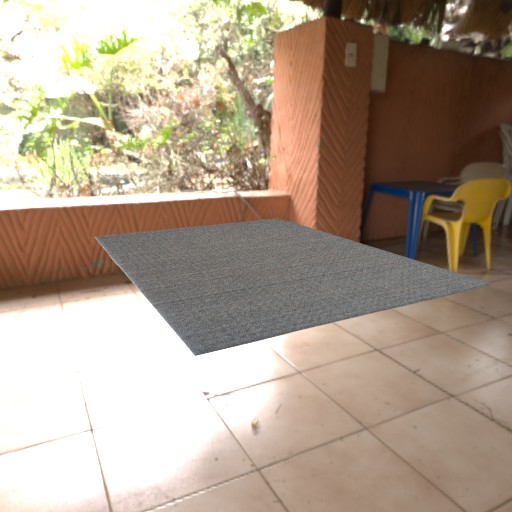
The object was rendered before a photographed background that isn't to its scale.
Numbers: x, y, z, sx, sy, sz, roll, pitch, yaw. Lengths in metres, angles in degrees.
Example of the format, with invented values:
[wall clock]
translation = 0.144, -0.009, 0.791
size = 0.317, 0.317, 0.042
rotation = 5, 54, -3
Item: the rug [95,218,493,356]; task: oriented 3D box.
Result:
[rug]
translation = 0.000, 0.000, 4.200
size = 2.443, 0.007, 3.200
rotation = -8, 17, -27
